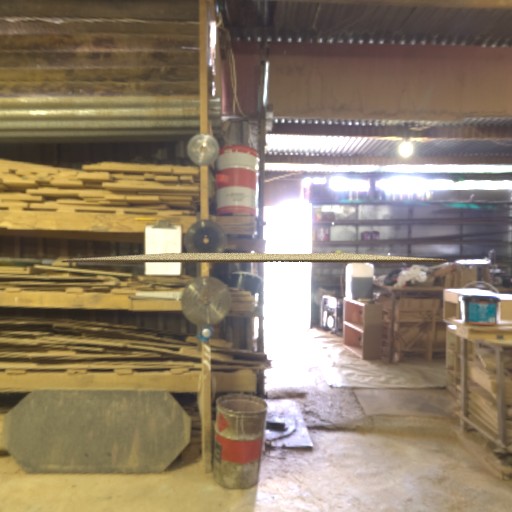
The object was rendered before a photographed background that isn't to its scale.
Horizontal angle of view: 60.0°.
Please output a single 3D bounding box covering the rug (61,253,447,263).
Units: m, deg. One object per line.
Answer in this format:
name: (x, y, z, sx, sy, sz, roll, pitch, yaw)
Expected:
rug: (0.000, 0.000, 2.779, 1.517, 0.013, 2.115, 0, 1, 1)
